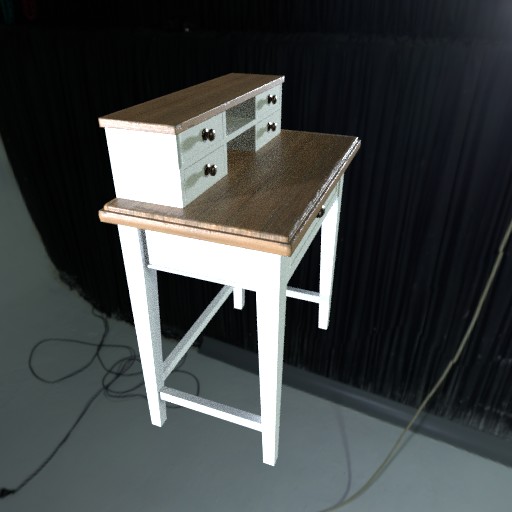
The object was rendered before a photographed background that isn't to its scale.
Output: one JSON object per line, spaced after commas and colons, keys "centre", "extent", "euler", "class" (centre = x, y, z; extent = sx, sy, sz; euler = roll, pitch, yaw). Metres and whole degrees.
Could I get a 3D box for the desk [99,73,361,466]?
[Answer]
{"centre": [0.000, 0.000, 1.420], "extent": [0.462, 0.981, 0.814], "euler": [11, 32, 18], "class": "desk"}
